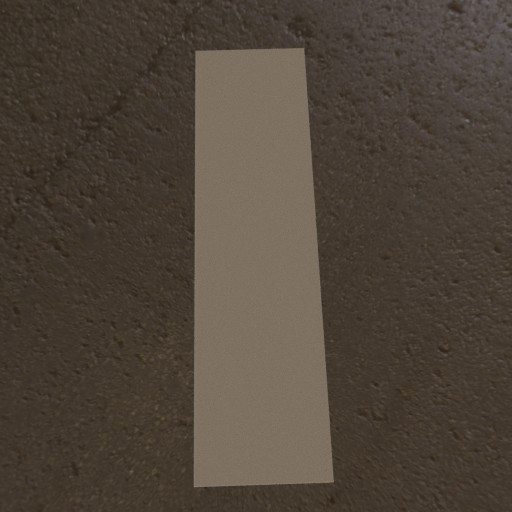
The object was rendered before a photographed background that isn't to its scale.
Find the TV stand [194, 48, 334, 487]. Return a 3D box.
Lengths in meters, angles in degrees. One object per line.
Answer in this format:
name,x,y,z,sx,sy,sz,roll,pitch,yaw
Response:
TV stand,0.000,0.000,1.702,0.410,0.440,1.500,-2,75,0
